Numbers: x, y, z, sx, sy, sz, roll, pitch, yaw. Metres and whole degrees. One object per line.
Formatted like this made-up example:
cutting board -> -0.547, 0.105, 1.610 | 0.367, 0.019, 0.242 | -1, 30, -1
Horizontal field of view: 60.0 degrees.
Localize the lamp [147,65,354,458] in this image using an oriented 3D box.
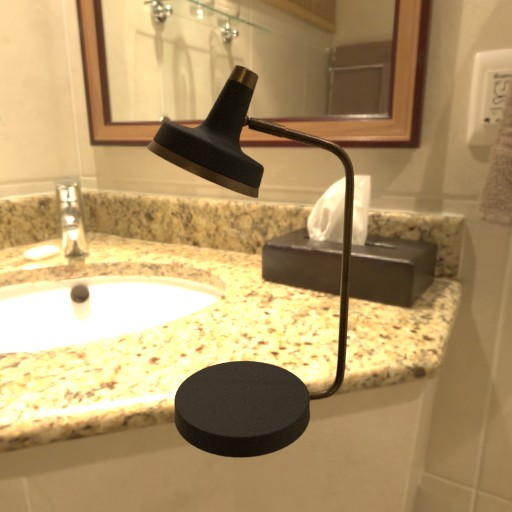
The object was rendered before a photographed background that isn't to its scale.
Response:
lamp -> 0.000, 0.000, 0.483 | 0.218, 0.385, 0.162 | -2, 15, -8
